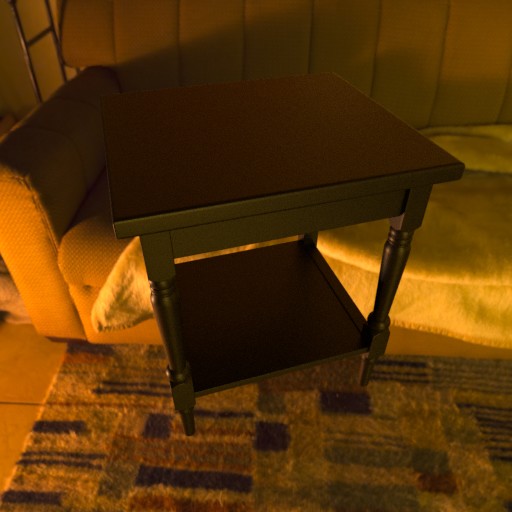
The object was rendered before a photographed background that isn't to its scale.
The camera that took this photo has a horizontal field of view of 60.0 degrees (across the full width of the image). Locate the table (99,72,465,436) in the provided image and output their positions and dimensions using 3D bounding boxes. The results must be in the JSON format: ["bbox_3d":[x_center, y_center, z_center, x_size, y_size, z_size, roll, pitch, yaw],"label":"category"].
[{"bbox_3d":[0.000,0.000,0.912,0.488,0.565,0.442,-11,41,-13],"label":"table"}]
